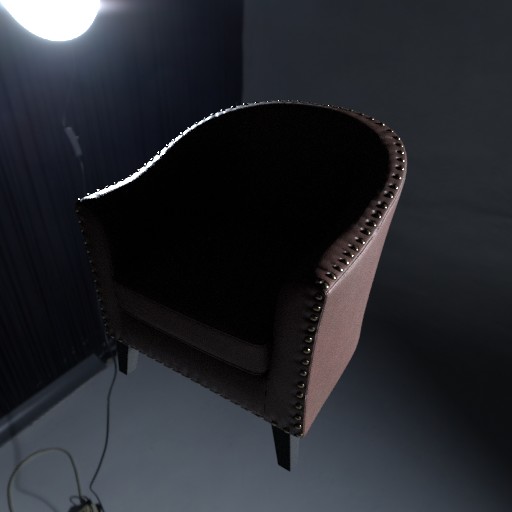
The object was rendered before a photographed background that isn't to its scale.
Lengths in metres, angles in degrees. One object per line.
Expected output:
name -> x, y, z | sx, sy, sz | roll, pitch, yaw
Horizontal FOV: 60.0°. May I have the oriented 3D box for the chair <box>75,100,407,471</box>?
chair -> 0.000, 0.000, 1.411 | 0.794, 0.823, 0.748 | 19, 35, 29
